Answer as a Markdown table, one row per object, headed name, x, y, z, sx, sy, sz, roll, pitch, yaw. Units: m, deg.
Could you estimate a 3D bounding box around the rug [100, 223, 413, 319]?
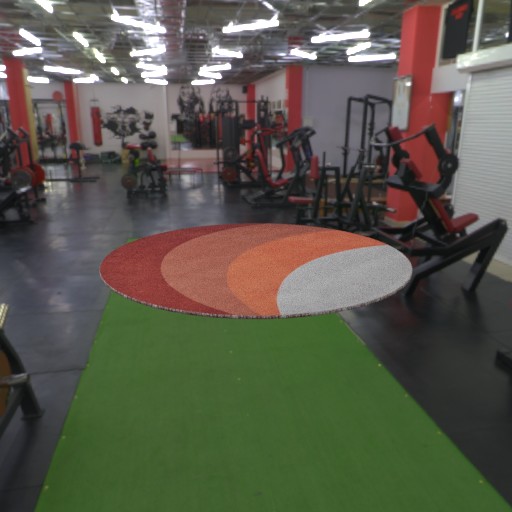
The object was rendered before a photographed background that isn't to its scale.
| name | x | y | z | sx | sy | sz | roll | pitch | yaw |
| --- | --- | --- | --- | --- | --- | --- | --- | --- | --- |
| rug | 0.000 | 0.000 | 2.261 | 1.514 | 0.015 | 1.514 | 0 | 16 | 0 |
